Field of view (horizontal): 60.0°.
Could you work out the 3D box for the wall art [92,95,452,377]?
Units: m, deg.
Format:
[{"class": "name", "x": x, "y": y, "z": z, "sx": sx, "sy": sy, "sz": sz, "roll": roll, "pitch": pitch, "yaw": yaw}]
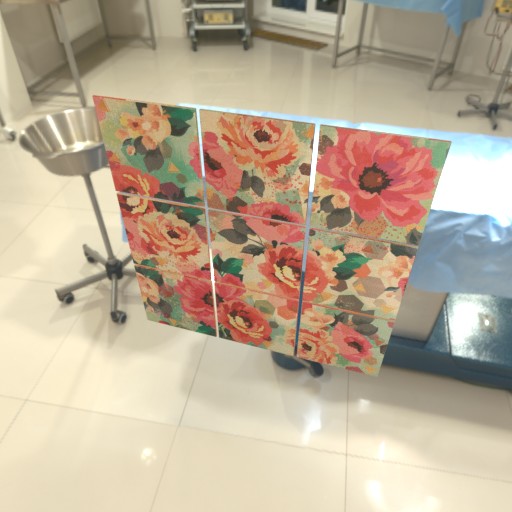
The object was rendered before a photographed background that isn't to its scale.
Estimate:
[{"class": "wall art", "x": 0.000, "y": 0.000, "z": 1.854, "sx": 1.216, "sy": 1.220, "sz": 0.013, "roll": 11, "pitch": 43, "yaw": 13}]
